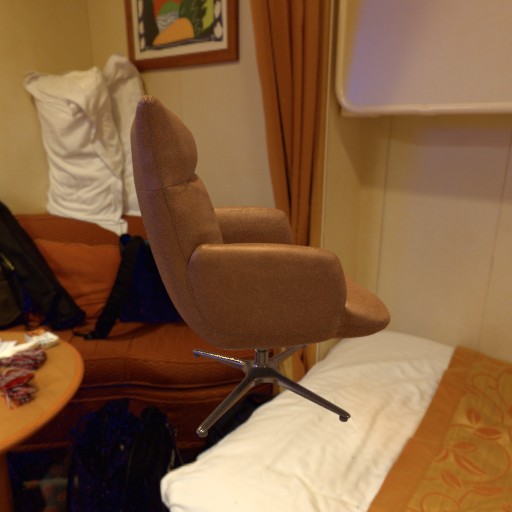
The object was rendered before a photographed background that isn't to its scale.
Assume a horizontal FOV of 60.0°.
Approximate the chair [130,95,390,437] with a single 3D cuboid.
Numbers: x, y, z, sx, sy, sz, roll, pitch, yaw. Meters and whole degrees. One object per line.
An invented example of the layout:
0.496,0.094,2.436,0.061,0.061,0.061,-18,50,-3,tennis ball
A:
0.000,0.000,1.563,0.794,1.027,0.711,-3,16,-9,chair
